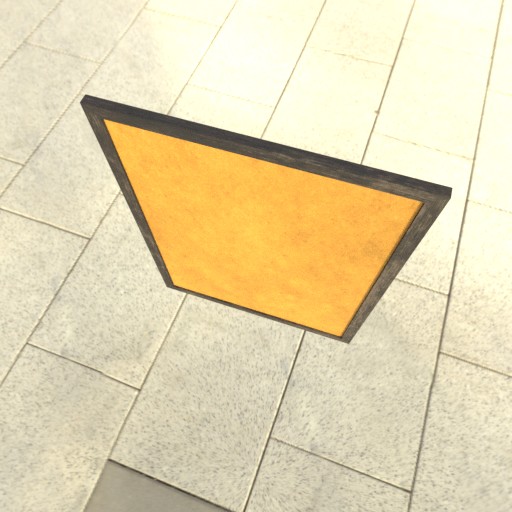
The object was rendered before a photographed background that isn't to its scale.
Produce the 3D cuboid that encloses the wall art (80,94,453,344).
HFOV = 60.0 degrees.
[{"bbox_3d":[0.000,0.000,1.407,0.812,1.066,0.029,16,65,8],"label":"wall art"}]
